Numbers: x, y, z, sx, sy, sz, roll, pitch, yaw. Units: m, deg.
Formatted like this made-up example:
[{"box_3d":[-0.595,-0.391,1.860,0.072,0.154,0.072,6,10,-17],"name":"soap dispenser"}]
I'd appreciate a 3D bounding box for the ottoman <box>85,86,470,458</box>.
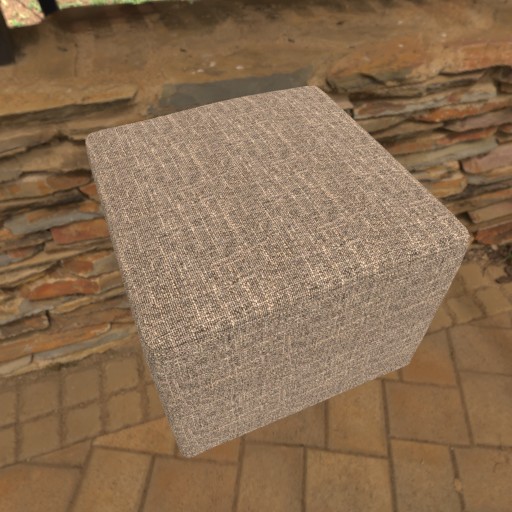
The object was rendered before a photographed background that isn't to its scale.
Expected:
[{"box_3d":[0.000,0.000,0.893,0.512,0.453,0.521,-18,51,-15],"name":"ottoman"}]
